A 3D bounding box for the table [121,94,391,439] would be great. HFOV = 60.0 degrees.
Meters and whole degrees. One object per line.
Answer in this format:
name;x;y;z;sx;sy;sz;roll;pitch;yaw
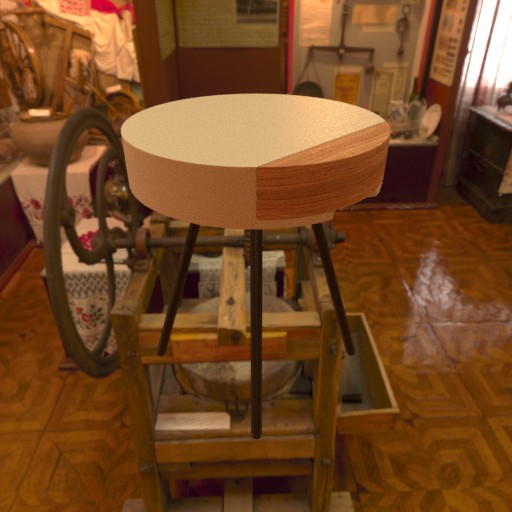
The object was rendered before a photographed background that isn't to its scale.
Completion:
table;0.000;0.000;0.872;0.450;0.525;0.450;0;32;0
